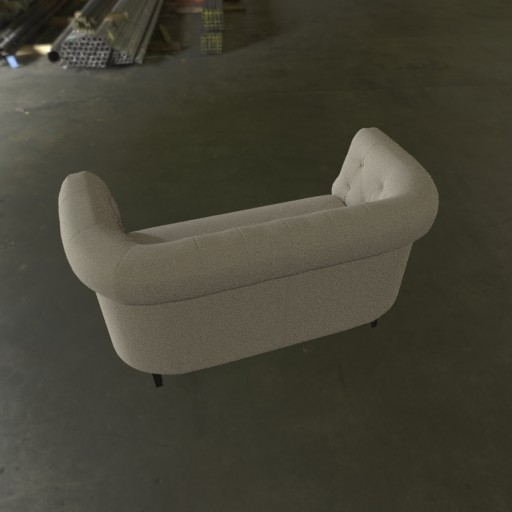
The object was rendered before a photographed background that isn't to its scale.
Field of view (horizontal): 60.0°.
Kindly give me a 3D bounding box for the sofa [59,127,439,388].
[{"bbox_3d":[0.000,0.000,2.058,1.558,0.827,0.835,-12,42,-14],"label":"sofa"}]
